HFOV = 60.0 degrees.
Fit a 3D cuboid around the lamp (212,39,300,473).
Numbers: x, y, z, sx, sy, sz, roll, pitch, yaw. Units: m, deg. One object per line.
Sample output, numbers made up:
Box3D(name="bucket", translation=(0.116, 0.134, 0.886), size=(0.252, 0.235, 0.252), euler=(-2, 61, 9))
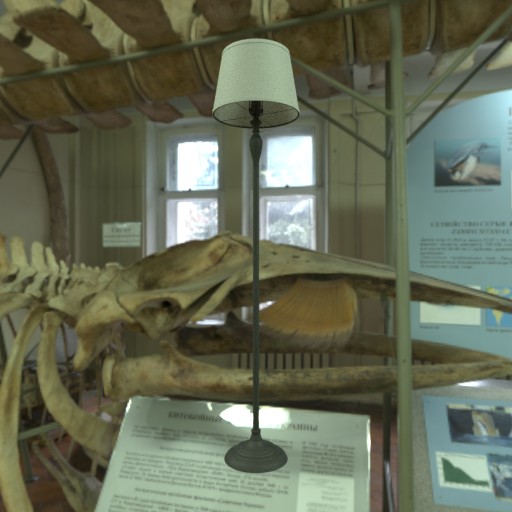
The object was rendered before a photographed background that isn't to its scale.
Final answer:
Box3D(name="lamp", translation=(0.000, 0.000, 1.658), size=(0.327, 1.506, 0.327), euler=(0, 0, -18))
